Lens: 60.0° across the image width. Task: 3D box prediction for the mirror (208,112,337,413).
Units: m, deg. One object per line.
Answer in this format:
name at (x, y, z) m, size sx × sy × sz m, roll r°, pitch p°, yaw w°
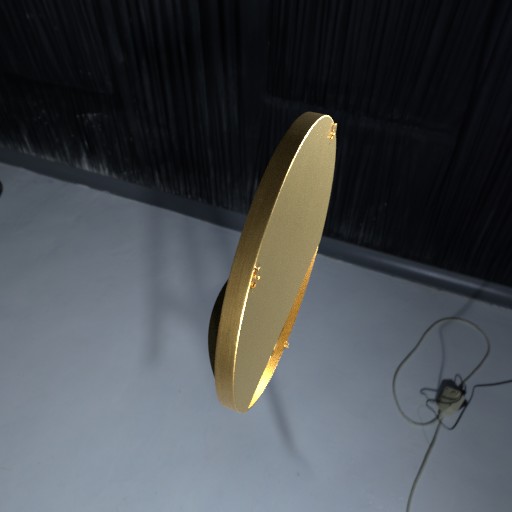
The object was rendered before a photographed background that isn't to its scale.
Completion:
mirror at (0.000, 0.000, 0.705) m, size 0.133 × 0.457 × 0.457 m, roll 16°, pitch 49°, yaw 15°
